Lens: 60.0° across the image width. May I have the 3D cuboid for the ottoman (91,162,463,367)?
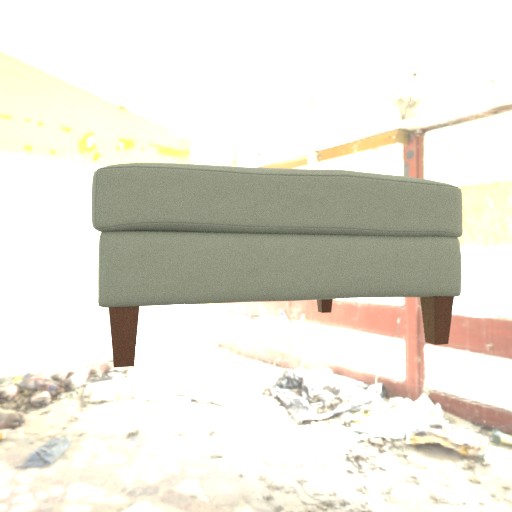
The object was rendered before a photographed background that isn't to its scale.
[{"bbox_3d":[0.000,0.000,1.480,0.991,0.494,0.842,0,0,-17],"label":"ottoman"}]
